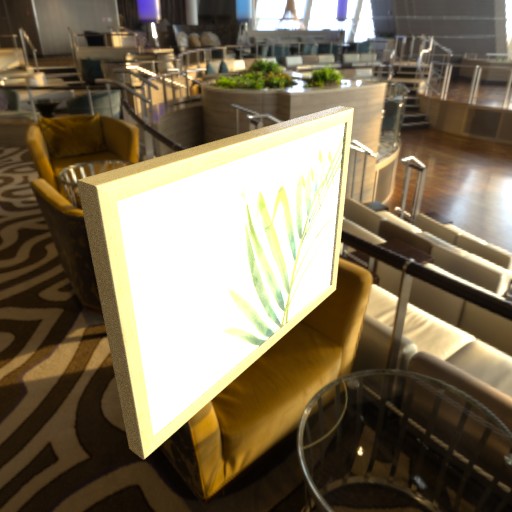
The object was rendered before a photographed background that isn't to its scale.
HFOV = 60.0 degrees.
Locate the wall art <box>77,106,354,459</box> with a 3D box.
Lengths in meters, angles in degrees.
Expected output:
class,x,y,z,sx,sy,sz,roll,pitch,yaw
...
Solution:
class,x,y,z,sx,sy,sz,roll,pitch,yaw
wall art,0.000,0.000,0.696,0.032,0.381,0.533,20,34,32
